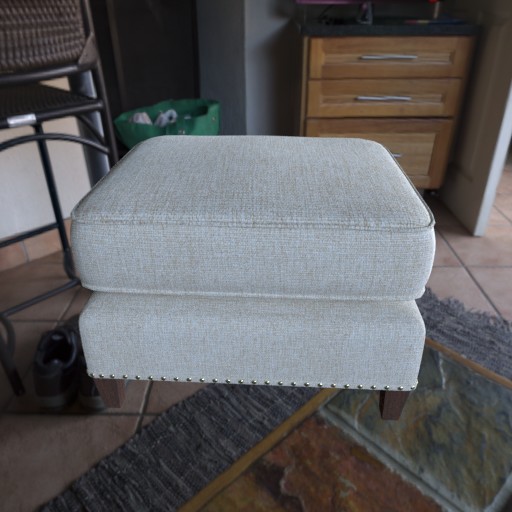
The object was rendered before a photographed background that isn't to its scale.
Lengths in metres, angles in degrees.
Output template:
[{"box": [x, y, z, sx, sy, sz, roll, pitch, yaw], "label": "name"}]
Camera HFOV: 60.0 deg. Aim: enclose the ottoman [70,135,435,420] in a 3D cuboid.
[{"box": [0.000, 0.000, 1.144, 0.738, 0.537, 0.589, 2, 30, 3], "label": "ottoman"}]
